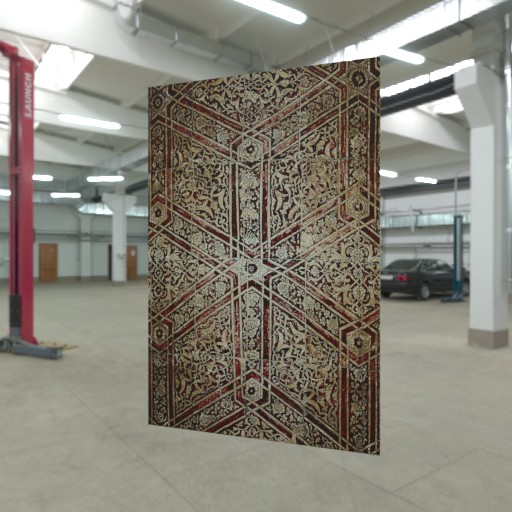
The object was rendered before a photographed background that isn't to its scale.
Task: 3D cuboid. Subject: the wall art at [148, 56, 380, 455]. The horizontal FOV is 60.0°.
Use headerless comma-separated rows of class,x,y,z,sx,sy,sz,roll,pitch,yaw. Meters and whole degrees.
wall art,0.000,0.000,1.110,0.599,0.904,0.030,0,0,18
